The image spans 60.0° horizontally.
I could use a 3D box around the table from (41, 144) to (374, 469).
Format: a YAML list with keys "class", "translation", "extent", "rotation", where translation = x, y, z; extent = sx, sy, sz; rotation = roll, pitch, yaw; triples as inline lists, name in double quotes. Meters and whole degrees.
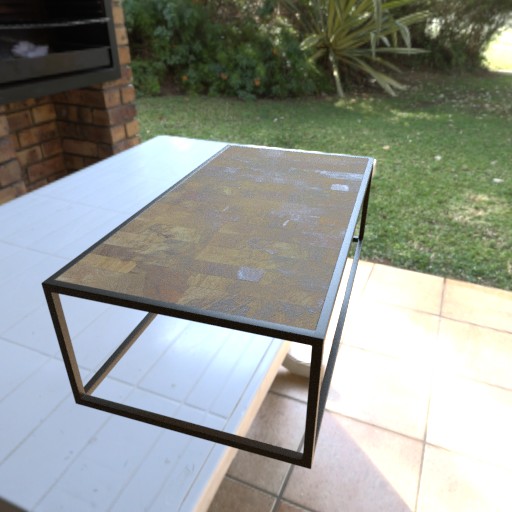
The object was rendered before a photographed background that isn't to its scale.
- class: "table"
  translation: [0.000, 0.000, 1.520]
  extent: [0.649, 0.398, 1.199]
  rotation: [9, 31, 15]
